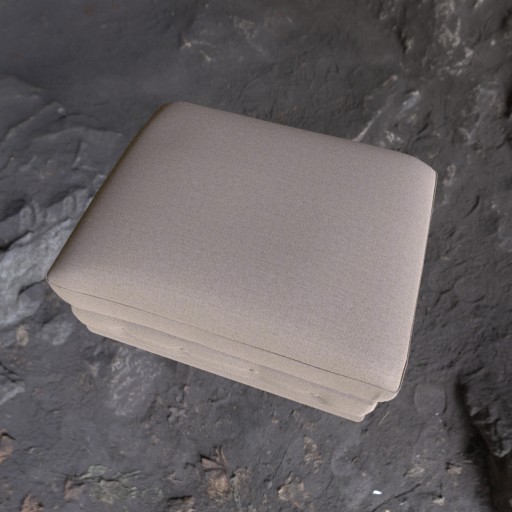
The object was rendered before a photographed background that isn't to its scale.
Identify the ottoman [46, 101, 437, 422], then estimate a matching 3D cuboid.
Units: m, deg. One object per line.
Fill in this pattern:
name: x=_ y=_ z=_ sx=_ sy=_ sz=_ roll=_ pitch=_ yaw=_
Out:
ottoman: x=0.000 y=0.000 z=1.031 sx=0.684 sy=0.463 sz=0.541 roll=17 pitch=61 yaw=10
